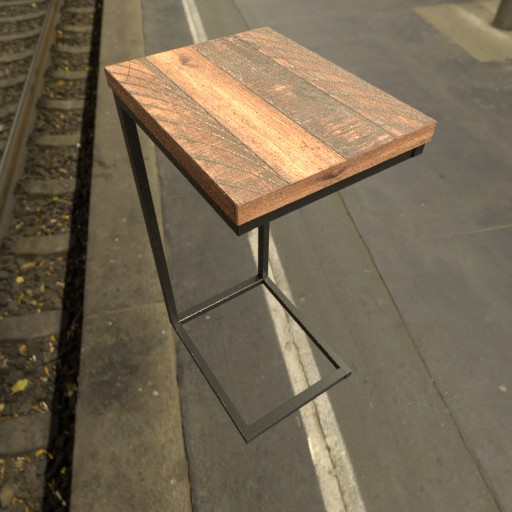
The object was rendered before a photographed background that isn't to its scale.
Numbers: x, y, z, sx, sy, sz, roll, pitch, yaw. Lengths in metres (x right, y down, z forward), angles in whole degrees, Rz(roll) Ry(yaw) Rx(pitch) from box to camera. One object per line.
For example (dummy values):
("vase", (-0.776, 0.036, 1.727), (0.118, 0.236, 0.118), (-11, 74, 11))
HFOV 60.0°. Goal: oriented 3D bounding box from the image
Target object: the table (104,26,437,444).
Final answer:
("table", (0.000, 0.000, 0.923), (0.323, 0.718, 0.414), (-26, 52, -22))
